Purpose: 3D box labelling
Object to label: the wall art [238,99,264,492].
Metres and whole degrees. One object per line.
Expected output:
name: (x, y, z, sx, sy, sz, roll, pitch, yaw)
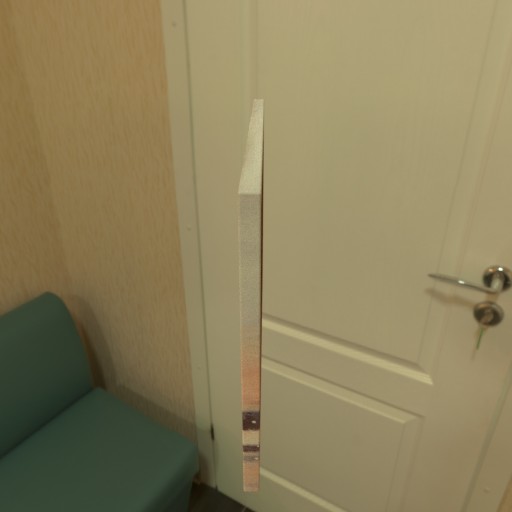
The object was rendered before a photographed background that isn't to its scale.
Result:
wall art: (0.000, 0.000, 1.346, 0.038, 0.763, 1.015, 1, 28, 1)
